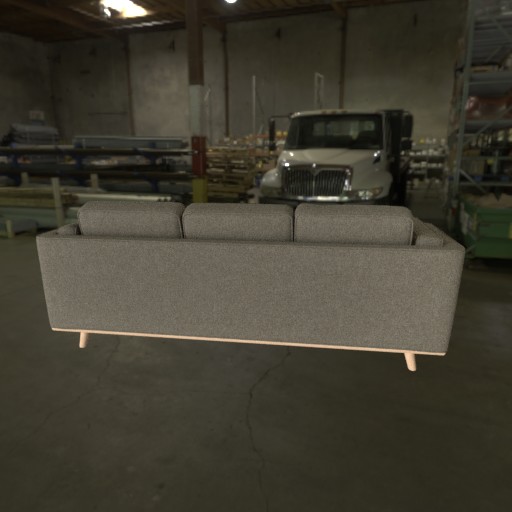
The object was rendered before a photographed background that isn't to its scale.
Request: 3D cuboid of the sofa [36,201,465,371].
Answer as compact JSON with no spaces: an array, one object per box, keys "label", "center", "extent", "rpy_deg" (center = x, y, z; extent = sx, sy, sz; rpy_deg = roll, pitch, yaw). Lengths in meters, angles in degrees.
[{"label":"sofa","center":[0.000,0.000,3.217],"extent":[2.411,0.929,1.604],"rpy_deg":[2,14,8]}]
